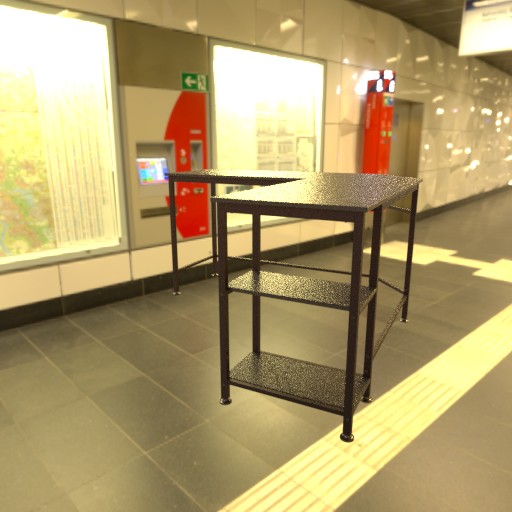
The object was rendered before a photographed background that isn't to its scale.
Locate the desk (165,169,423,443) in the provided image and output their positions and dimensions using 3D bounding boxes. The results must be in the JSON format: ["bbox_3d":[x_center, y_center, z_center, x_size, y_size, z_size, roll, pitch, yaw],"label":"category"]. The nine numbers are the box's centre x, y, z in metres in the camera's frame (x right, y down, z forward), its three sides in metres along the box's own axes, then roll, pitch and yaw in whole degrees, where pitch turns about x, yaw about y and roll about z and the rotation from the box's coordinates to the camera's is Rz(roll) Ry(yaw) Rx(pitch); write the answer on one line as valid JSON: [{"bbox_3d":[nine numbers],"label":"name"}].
[{"bbox_3d":[0.000,0.000,2.179,1.379,0.739,1.379,7,16,26],"label":"desk"}]
